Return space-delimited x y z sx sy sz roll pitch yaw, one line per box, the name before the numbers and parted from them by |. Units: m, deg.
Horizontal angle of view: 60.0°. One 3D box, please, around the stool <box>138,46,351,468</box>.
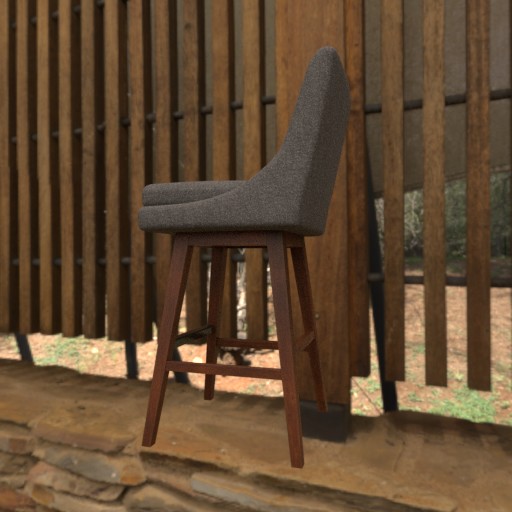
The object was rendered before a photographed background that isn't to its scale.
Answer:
stool | 0.000 0.000 1.390 0.572 1.068 0.489 0 -1 17
